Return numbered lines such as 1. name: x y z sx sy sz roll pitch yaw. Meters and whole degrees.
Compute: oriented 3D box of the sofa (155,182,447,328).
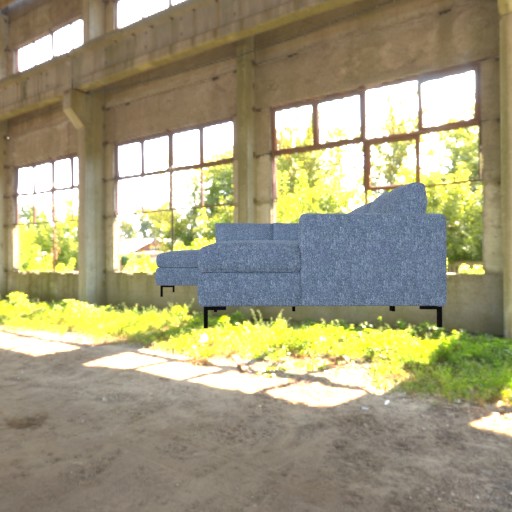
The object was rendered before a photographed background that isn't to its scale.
1. sofa: 0.000 0.000 3.535 1.879 0.756 2.737 0 -1 -1
